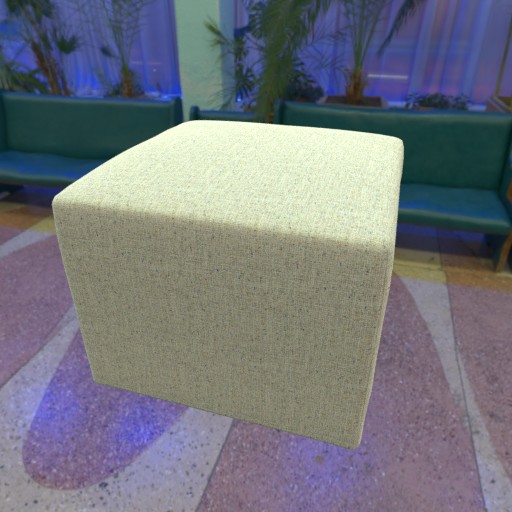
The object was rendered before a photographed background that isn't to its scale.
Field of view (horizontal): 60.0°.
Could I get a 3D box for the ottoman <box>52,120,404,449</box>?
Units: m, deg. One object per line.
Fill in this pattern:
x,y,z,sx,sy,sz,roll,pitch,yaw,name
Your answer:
0.000,0.000,0.905,0.521,0.453,0.512,9,32,15,ottoman
